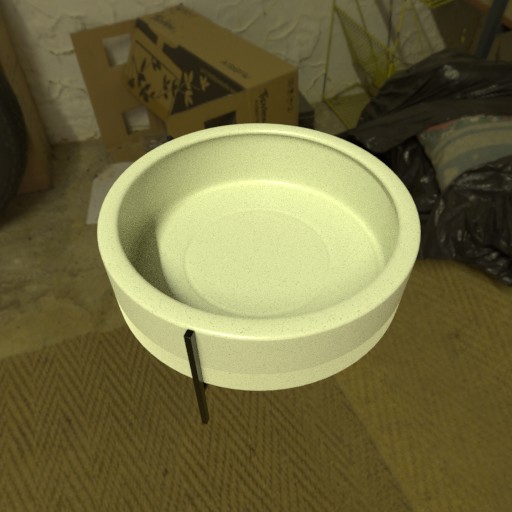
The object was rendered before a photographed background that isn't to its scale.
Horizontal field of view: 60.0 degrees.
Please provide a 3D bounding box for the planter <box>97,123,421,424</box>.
[{"bbox_3d":[0.000,0.000,0.535,0.336,0.171,0.345,-32,54,-26],"label":"planter"}]
